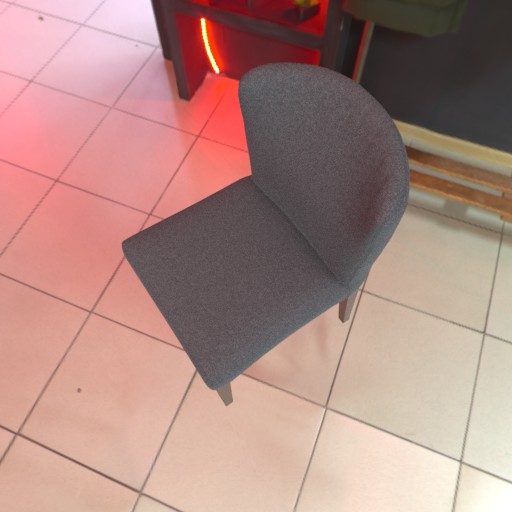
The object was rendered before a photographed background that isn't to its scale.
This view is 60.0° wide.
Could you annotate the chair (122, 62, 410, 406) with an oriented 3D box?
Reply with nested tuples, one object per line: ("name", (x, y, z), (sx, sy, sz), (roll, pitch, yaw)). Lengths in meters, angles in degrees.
("chair", (0.000, 0.000, 1.213), (0.592, 0.839, 0.491), (-32, 67, -15))
